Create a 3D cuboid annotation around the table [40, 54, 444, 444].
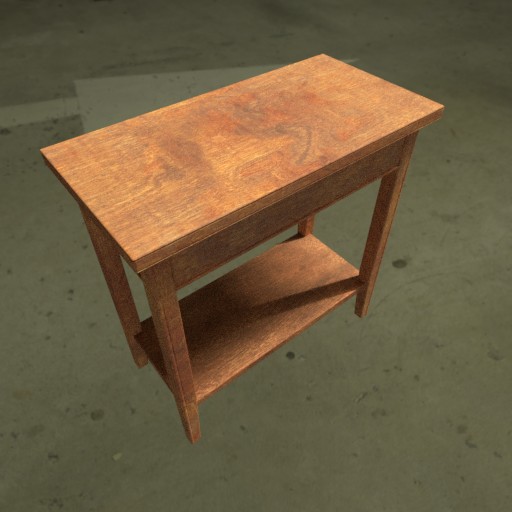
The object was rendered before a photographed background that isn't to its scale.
[{"bbox_3d":[0.000,0.000,0.947,0.610,0.610,0.305,-30,52,-26],"label":"table"}]
